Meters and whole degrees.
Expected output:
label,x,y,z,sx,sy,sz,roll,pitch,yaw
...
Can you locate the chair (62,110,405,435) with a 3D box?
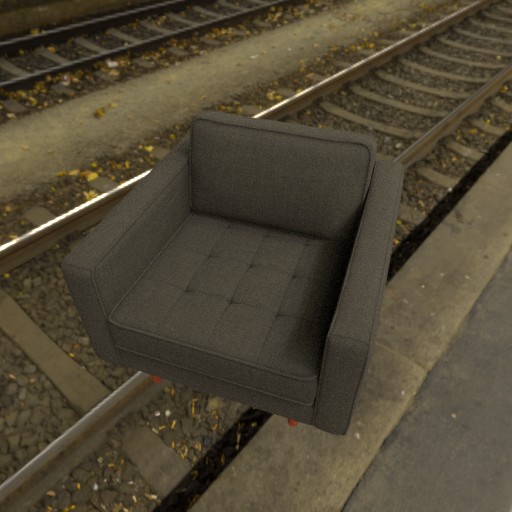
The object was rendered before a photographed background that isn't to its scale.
label,x,y,z,sx,sy,sz,roll,pitch,yaw
chair,0.000,0.000,1.586,0.899,0.770,0.919,13,44,14
